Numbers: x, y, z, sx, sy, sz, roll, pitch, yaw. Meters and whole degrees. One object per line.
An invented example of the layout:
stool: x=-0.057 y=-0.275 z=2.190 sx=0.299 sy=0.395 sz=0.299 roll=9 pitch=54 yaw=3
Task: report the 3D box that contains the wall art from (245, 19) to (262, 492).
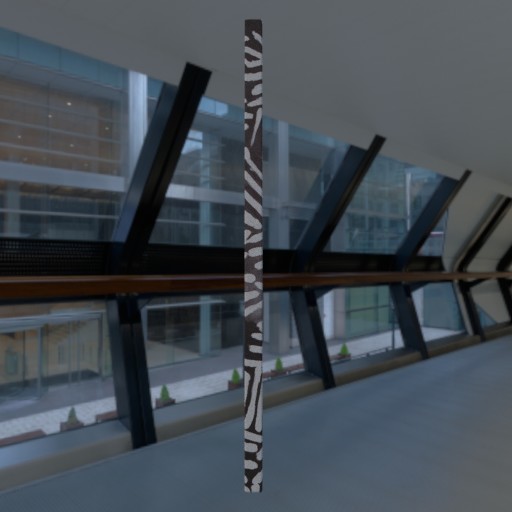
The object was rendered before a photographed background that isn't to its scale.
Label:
wall art: x=0.000 y=0.000 z=1.331 sx=0.038 sy=1.017 sz=0.765 roll=0 pitch=0 yaw=1
